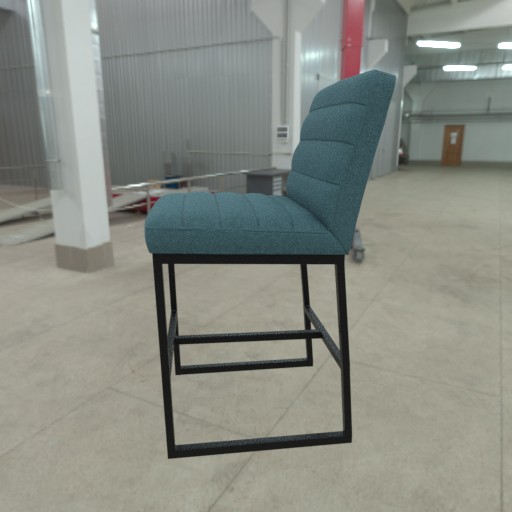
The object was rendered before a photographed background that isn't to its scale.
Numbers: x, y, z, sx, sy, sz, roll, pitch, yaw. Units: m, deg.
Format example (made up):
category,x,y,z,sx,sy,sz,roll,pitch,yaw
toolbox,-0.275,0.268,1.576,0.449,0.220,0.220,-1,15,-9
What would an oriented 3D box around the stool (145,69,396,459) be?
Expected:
category,x,y,z,sx,sy,sz,roll,pitch,yaw
stool,0.000,0.000,1.250,0.560,0.940,0.460,-2,15,-7
